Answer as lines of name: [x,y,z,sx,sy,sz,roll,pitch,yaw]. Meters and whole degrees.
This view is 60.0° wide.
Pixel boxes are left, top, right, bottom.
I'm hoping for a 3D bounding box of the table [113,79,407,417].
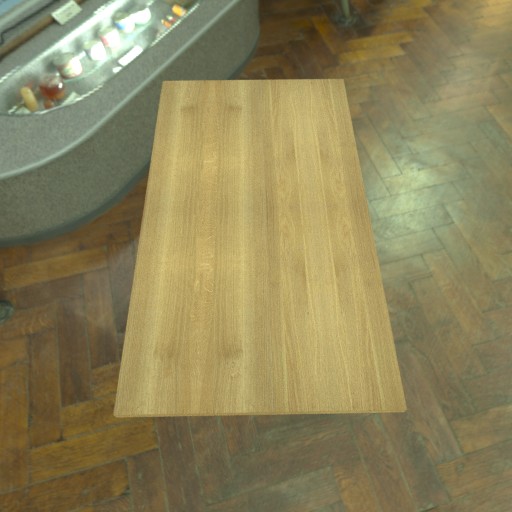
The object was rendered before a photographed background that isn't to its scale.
table: [0.000,0.000,2.100,0.900,0.750,1.600,-1,58,-1]
